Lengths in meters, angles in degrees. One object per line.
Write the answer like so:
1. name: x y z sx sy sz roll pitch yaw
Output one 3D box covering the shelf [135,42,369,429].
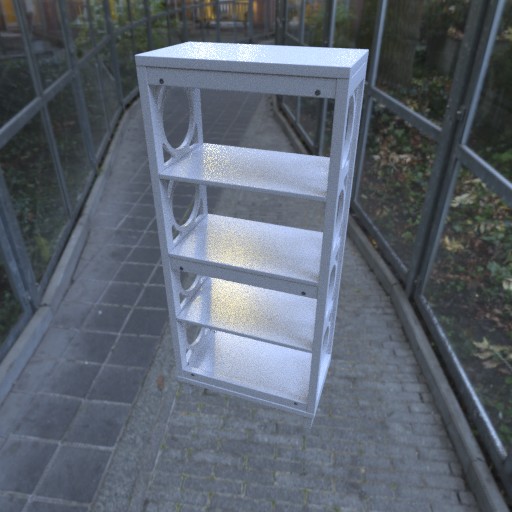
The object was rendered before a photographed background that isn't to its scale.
1. shelf: 0.000 0.000 1.675 0.611 1.411 0.340 11 33 16
